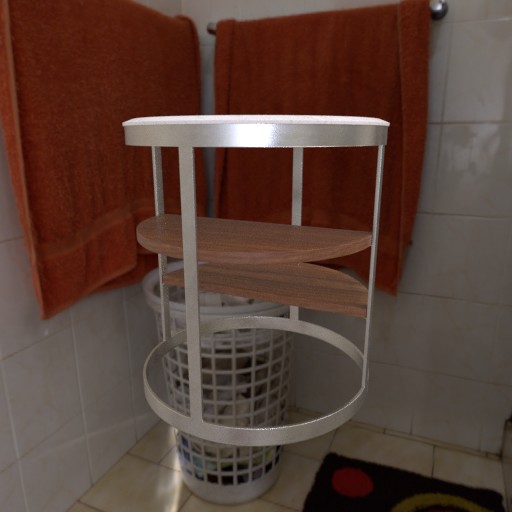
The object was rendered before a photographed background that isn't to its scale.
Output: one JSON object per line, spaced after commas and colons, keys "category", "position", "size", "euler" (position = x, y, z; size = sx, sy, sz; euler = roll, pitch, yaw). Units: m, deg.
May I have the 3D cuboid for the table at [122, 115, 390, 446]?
{"category": "table", "position": [0.000, 0.000, 0.761], "size": [0.407, 0.447, 0.407], "euler": [0, 15, 0]}
